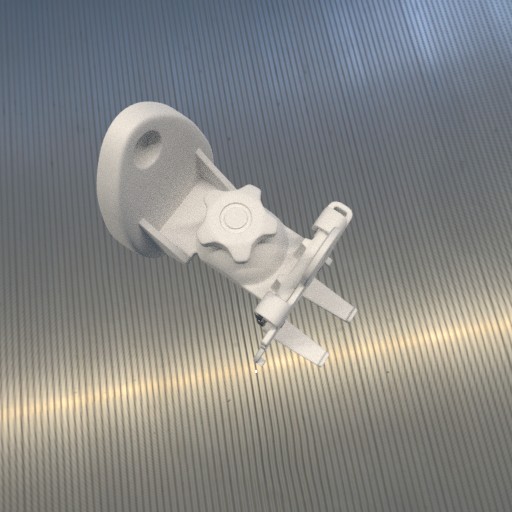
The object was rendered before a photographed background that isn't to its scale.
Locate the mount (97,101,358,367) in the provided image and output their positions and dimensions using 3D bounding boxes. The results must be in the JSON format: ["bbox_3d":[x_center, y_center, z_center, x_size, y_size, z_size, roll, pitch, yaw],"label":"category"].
[{"bbox_3d":[0.000,0.000,0.175,0.100,0.118,0.066,34,78,8],"label":"mount"}]
